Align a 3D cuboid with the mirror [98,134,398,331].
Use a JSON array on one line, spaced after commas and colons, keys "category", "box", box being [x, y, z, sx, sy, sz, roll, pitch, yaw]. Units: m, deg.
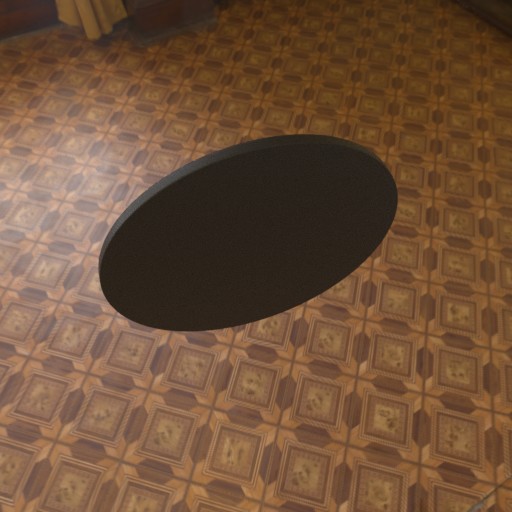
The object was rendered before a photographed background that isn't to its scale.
[{"category": "mirror", "box": [0.000, 0.000, 1.602, 1.077, 1.077, 0.036, -15, 59, -9]}]
